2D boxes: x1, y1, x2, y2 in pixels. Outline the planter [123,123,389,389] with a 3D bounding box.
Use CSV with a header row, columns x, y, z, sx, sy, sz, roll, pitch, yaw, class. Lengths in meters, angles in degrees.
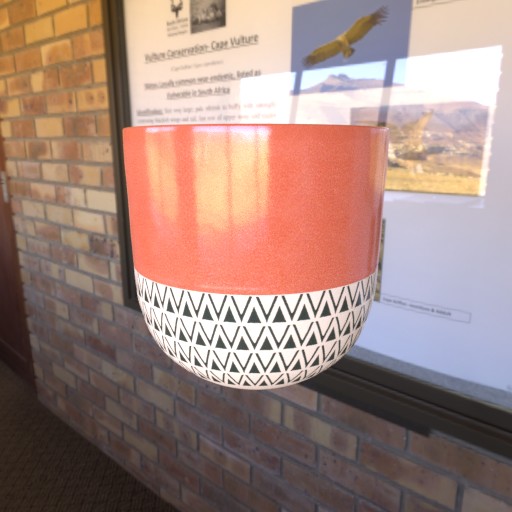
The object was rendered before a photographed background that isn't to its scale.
x,y,z,sx,sy,sz,roll,pitch,yaw,class
0.000,0.000,0.492,0.266,0.270,0.266,0,14,0,planter
